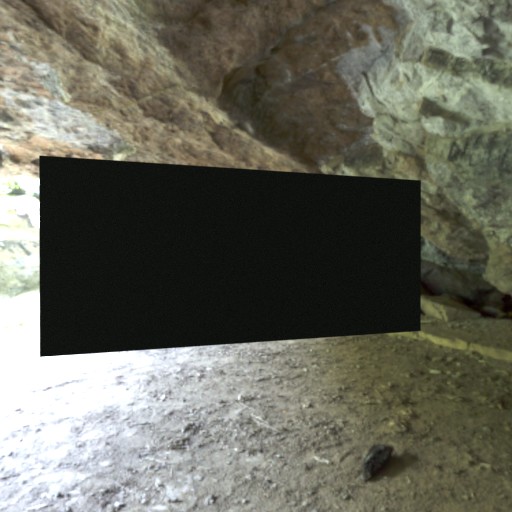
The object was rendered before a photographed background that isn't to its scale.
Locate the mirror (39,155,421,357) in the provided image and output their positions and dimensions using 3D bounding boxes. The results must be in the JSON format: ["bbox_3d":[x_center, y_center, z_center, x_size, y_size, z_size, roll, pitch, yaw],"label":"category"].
[{"bbox_3d":[0.000,0.000,1.796,1.584,0.692,0.047,0,0,-19],"label":"mirror"}]
